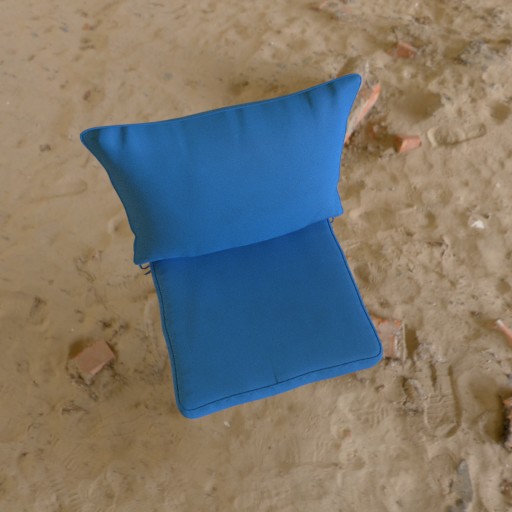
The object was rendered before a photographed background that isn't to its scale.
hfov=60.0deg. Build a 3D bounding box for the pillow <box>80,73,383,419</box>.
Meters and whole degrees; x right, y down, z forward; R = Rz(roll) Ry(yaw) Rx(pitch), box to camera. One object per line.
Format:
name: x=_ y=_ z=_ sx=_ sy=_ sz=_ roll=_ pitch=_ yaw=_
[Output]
pillow: x=0.000 y=0.000 z=1.353 sx=0.798 sy=0.725 sz=0.733 roll=-14 pitch=64 yaw=-7
